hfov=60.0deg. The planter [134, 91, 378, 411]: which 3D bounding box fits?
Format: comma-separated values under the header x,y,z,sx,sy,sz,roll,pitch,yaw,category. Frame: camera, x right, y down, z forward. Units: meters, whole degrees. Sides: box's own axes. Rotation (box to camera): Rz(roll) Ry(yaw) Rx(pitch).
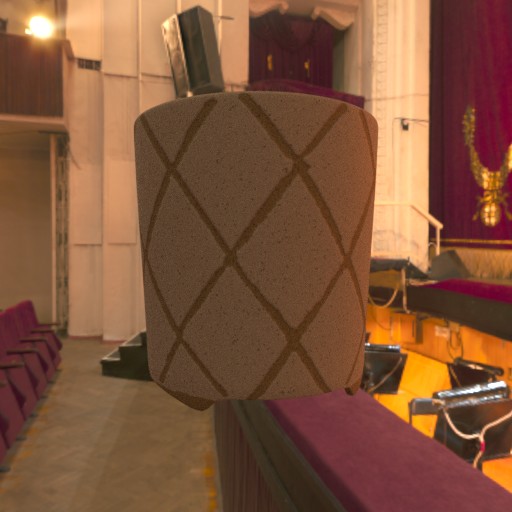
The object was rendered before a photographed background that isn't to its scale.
x,y,z,sx,sy,sz,roll,pitch,yaw,category
0.000,0.000,0.359,0.191,0.199,0.191,0,1,0,planter
